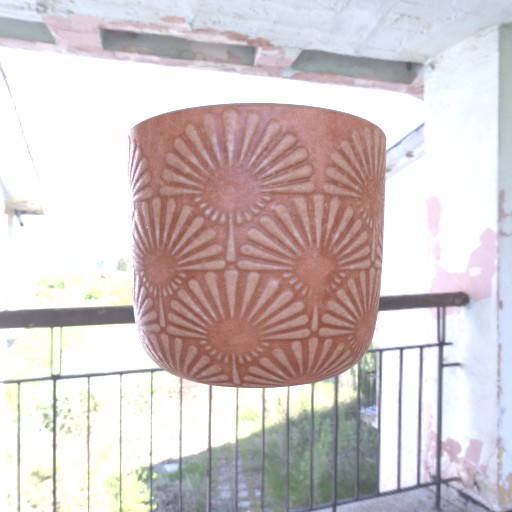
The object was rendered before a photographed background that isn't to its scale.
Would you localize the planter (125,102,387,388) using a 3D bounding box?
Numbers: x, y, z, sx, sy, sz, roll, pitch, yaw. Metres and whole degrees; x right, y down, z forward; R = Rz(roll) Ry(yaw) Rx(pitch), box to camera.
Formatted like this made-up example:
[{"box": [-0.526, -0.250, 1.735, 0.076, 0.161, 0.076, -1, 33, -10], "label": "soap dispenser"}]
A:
[{"box": [0.000, 0.000, 0.218, 0.124, 0.109, 0.124, 0, 0, 0], "label": "planter"}]
